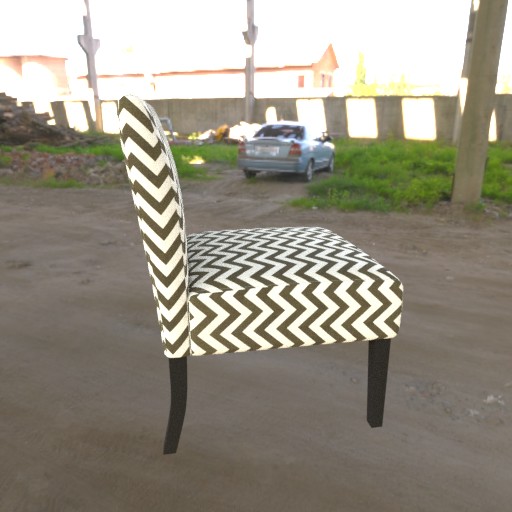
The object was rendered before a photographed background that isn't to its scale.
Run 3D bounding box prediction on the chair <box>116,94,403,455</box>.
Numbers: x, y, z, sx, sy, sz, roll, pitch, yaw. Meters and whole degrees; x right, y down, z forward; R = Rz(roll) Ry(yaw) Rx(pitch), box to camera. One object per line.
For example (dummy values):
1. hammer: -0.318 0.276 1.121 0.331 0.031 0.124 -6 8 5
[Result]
1. chair: 0.000 0.000 1.266 0.648 0.838 0.589 -3 17 -10
